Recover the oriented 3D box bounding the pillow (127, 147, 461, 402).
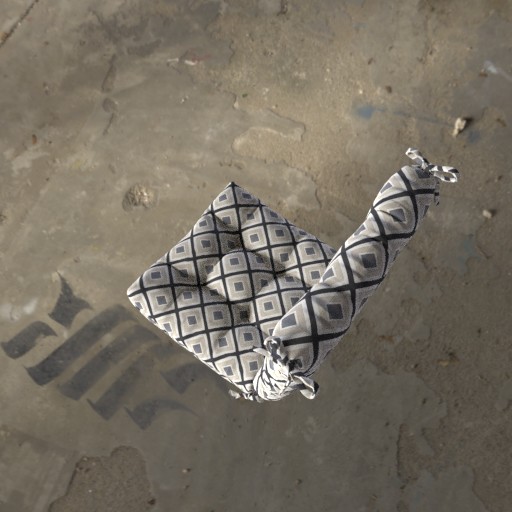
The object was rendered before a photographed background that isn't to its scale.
[{"bbox_3d":[0.000,0.000,1.038,0.571,0.605,0.519,34,69,15],"label":"pillow"}]
